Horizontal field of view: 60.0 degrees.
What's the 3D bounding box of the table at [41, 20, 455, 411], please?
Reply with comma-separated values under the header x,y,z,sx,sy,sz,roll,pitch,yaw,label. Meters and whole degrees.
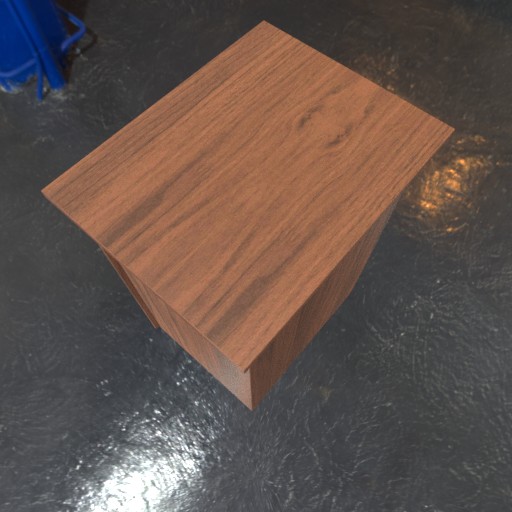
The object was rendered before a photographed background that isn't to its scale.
x,y,z,sx,sy,sz,roll,pitch,yaw,label
0.000,0.000,0.929,0.381,0.636,0.480,38,69,17,table
